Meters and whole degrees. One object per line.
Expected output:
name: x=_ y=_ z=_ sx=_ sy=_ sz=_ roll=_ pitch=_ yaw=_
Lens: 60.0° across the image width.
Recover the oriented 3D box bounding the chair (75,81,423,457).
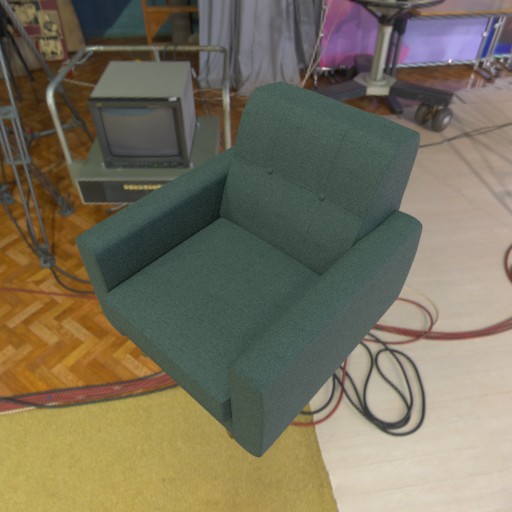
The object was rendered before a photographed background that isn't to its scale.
chair: x=0.000 y=0.000 z=1.550 sx=0.831 sy=0.841 sz=0.909 roll=32 pitch=53 yaw=28
